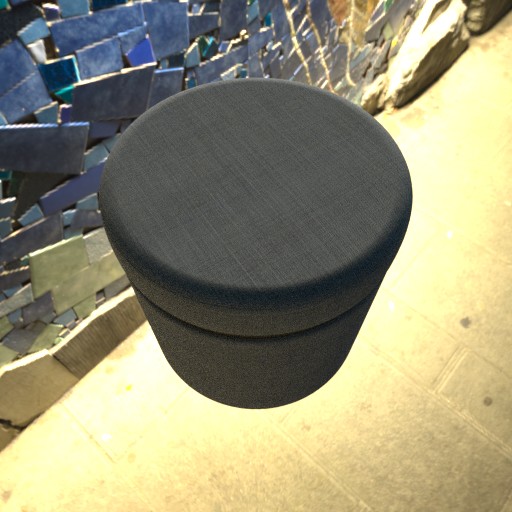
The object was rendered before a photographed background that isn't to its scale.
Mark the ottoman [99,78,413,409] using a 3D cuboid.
[{"bbox_3d":[0.000,0.000,0.726,0.400,0.406,0.400,0,56,0],"label":"ottoman"}]
